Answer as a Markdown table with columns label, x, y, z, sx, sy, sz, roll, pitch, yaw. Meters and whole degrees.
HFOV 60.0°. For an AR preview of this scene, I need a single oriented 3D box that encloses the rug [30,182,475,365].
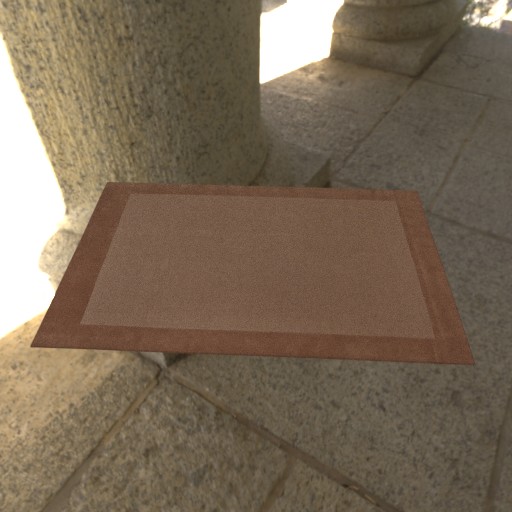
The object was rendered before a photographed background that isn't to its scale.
| label | x | y | z | sx | sy | sz | roll | pitch | yaw |
| --- | --- | --- | --- | --- | --- | --- | --- | --- | --- |
| rug | 0.000 | 0.000 | 2.950 | 2.438 | 0.014 | 1.524 | 2 | 46 | 2 |
